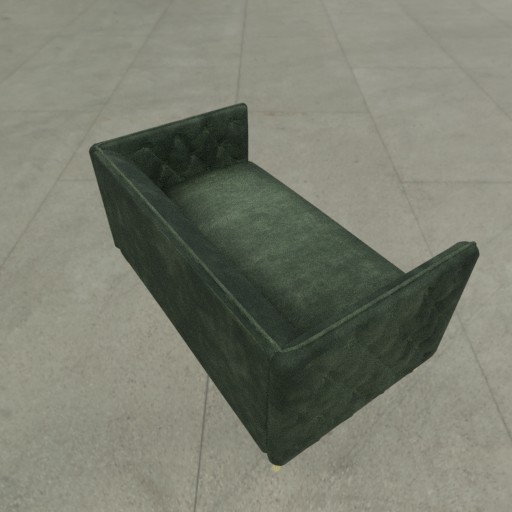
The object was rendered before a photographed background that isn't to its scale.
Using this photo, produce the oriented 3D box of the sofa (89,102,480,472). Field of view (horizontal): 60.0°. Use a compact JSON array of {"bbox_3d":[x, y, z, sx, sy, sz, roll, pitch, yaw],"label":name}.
[{"bbox_3d":[0.000,0.000,2.049,0.895,0.768,1.537,-25,48,-25],"label":"sofa"}]
